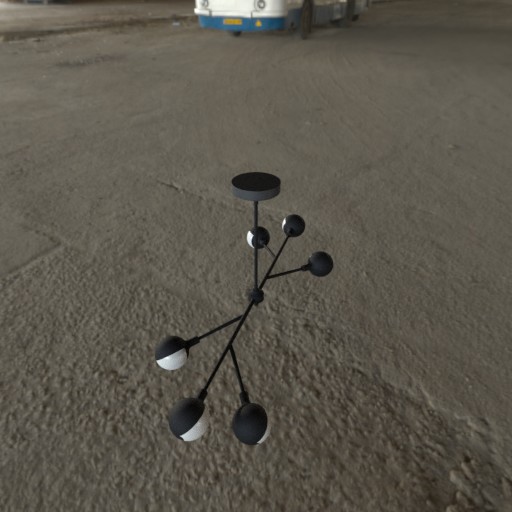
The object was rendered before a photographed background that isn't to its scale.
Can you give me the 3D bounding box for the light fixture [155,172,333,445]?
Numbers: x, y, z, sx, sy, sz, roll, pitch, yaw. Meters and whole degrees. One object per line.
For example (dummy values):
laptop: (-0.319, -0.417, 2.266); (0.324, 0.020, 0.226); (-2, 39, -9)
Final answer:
light fixture: (0.000, 0.000, 1.002); (0.434, 0.362, 0.778); (20, 38, 28)
